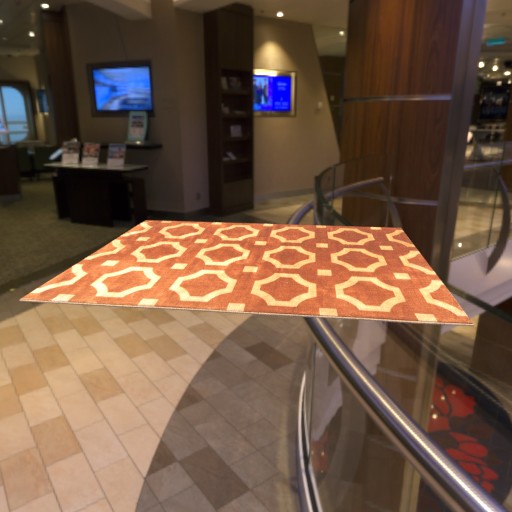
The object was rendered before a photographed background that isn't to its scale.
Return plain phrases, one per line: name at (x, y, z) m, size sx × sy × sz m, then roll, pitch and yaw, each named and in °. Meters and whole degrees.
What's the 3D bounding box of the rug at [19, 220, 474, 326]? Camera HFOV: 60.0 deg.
rug at (0.000, 0.000, 4.095) m, size 3.049 × 0.021 × 2.466 m, roll 2°, pitch 18°, yaw 7°
